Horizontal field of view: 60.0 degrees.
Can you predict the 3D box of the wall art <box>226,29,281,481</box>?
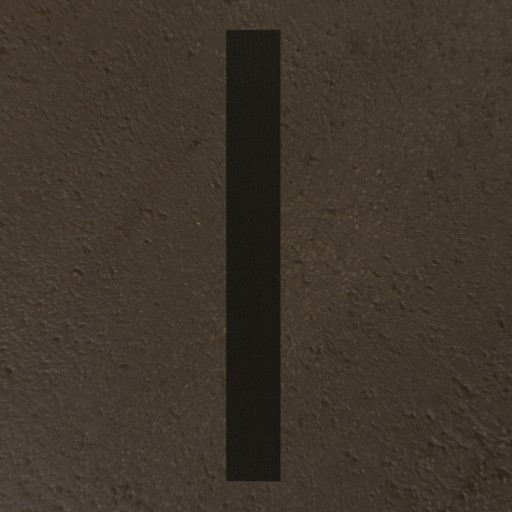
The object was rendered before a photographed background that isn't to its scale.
[{"bbox_3d":[0.000,0.000,0.446,0.036,0.300,0.302,0,90,1],"label":"wall art"}]
